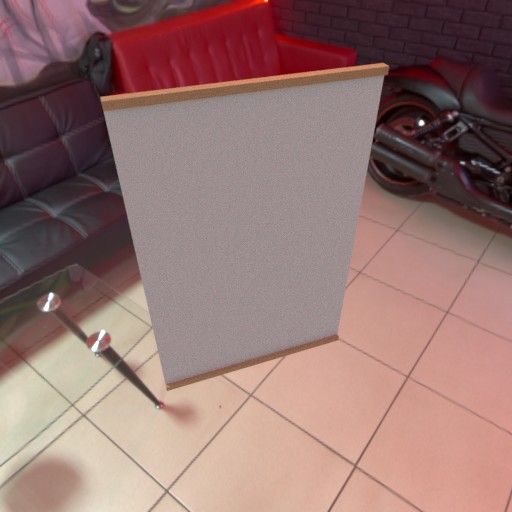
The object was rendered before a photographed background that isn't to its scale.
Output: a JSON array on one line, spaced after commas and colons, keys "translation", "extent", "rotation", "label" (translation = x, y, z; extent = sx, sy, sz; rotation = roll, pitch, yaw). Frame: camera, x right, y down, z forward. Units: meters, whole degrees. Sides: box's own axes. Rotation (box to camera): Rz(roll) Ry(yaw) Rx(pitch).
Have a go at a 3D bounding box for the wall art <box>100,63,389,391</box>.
[{"translation": [0.000, 0.000, 1.946], "extent": [0.991, 1.510, 0.040], "rotation": [-13, 42, -15], "label": "wall art"}]
